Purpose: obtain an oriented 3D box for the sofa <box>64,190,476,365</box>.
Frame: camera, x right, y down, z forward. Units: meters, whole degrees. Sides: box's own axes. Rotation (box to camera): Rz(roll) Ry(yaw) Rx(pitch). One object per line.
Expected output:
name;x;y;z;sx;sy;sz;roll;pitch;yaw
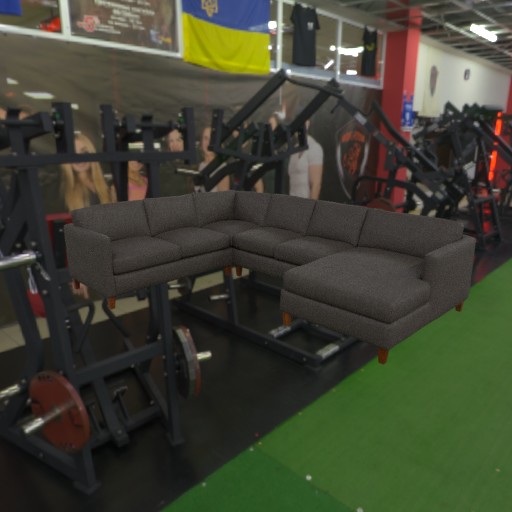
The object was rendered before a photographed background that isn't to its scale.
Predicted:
sofa;0.000;0.000;4.595;2.594;0.961;3.460;-15;22;-43
